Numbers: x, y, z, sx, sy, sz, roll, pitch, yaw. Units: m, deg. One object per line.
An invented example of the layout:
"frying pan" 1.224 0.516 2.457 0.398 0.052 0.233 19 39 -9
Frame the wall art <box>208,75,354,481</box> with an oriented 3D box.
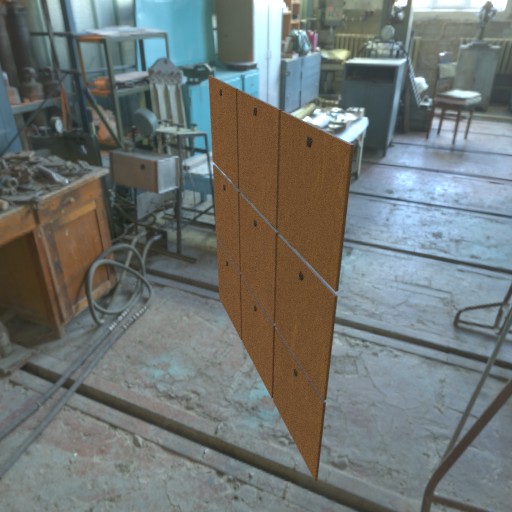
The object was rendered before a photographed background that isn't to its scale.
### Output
"wall art" 0.000 0.000 2.243 0.023 1.522 1.526 -10 31 -18
